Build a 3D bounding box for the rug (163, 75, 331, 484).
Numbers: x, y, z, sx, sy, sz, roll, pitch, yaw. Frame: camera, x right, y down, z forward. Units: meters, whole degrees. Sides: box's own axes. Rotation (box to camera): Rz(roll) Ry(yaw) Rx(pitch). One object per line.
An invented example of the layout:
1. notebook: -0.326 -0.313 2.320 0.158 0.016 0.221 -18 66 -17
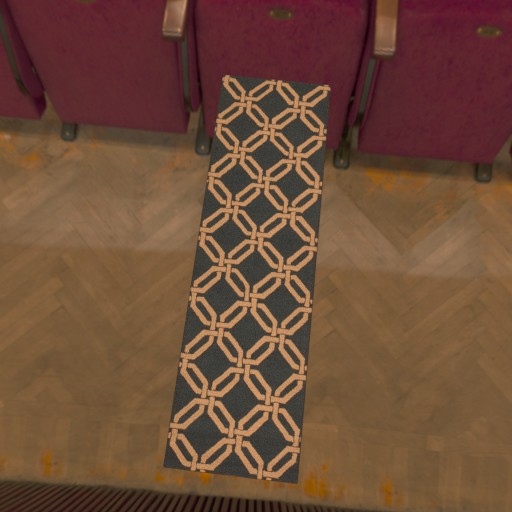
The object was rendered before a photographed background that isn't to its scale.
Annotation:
1. rug: 0.000 0.000 2.486 0.678 0.014 2.276 6 76 2
